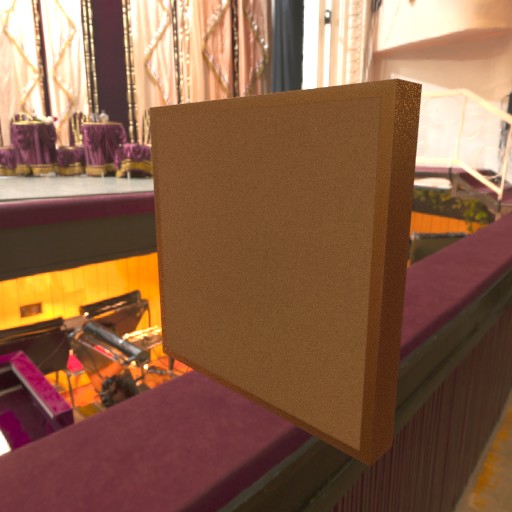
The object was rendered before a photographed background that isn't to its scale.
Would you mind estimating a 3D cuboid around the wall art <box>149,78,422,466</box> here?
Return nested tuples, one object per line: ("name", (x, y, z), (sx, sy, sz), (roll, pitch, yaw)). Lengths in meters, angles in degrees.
("wall art", (0.000, 0.000, 0.452), (0.306, 0.305, 0.038), (13, 19, 43))
